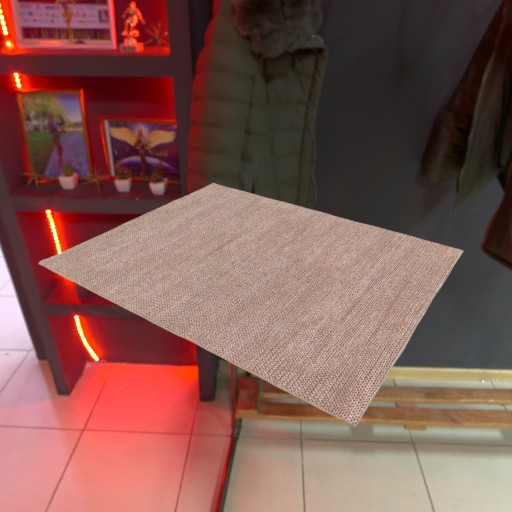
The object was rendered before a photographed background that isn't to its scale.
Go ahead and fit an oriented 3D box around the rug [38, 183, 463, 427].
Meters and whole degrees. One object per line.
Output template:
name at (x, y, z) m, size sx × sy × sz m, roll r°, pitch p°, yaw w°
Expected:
rug at (0.000, 0.000, 4.047) m, size 3.052 × 0.030 × 2.429 m, roll 19°, pitch 35°, yaw 30°
